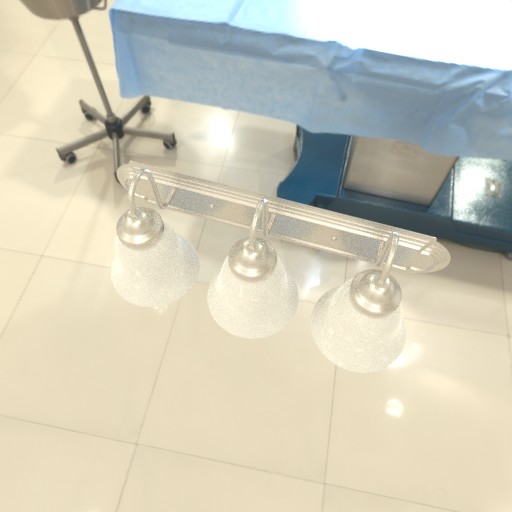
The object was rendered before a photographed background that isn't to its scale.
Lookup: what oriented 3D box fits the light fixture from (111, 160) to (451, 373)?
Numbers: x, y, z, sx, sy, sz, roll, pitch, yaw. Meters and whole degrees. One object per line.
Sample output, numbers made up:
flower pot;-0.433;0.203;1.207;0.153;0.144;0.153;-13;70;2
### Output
light fixture;0.000;0.000;0.714;0.610;0.222;0.199;15;60;9
